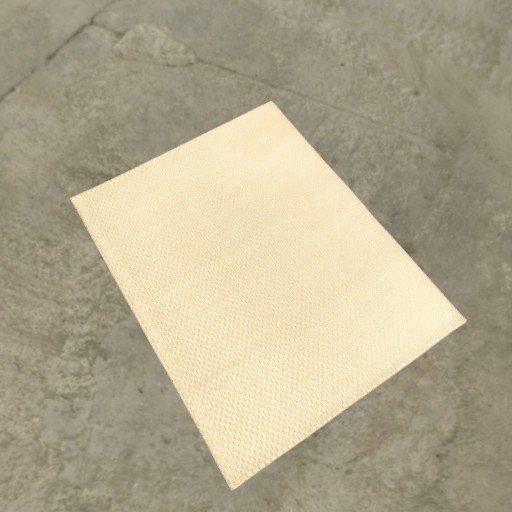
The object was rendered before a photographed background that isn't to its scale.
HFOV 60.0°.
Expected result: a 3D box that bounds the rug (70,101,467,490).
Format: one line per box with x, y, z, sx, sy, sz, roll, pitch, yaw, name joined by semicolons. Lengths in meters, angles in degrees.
0.000;0.000;3.902;2.277;0.035;2.897;-30;68;-14;rug
